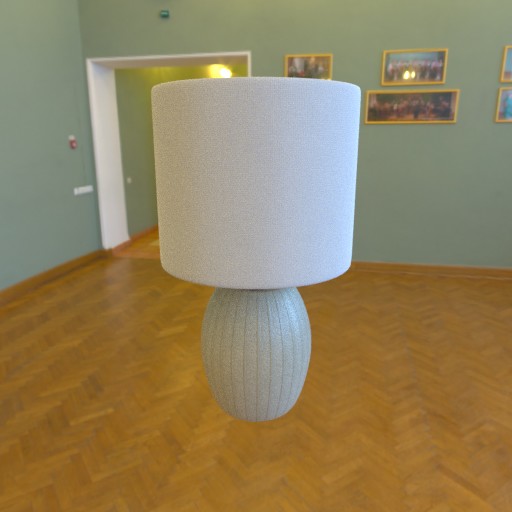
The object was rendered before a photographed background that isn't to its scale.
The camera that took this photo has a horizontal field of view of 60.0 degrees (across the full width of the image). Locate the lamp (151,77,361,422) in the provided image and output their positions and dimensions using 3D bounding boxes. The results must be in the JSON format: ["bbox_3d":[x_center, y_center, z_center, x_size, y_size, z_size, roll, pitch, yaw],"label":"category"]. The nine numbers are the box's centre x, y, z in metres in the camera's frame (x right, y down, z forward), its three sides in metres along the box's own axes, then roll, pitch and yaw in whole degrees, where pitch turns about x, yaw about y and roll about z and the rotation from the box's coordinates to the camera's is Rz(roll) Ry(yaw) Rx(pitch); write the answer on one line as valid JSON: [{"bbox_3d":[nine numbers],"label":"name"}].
[{"bbox_3d":[0.000,0.000,0.780,0.329,0.570,0.329,3,15,10],"label":"lamp"}]
